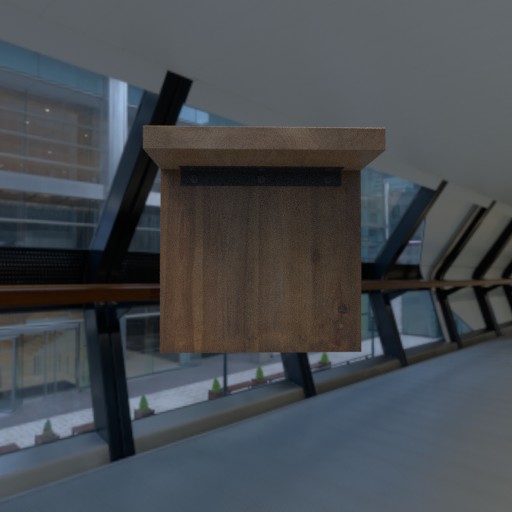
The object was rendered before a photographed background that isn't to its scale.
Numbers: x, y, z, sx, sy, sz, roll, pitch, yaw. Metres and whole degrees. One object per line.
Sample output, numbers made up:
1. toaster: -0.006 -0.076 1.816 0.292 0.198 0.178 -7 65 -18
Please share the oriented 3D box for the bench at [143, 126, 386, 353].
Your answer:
1. bench: 0.000 0.000 1.421 0.458 0.458 1.183 0 -1 -2
